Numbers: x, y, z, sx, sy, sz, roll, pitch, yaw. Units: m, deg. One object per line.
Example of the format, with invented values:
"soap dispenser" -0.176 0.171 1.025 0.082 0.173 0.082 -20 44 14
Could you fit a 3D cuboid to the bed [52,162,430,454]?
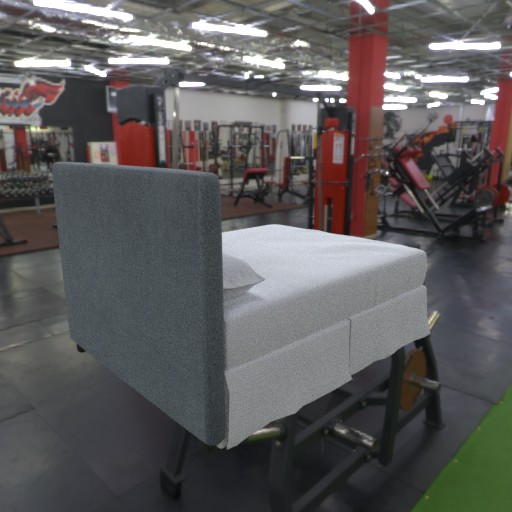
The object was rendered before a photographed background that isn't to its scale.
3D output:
"bed" 0.000 0.000 3.153 2.142 1.330 1.713 -13 19 -42
